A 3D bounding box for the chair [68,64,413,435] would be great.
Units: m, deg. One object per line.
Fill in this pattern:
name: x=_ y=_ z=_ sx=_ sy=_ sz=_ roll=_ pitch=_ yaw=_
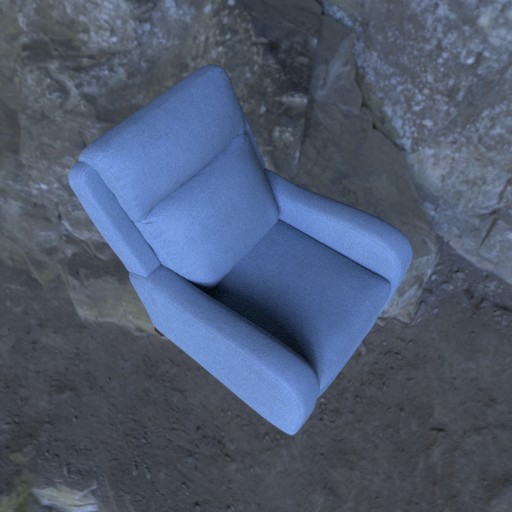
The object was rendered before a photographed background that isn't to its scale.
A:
chair: x=0.000 y=0.000 z=1.731 sx=0.988 sy=1.067 sz=0.785 roll=33 pitch=62 yaw=20
